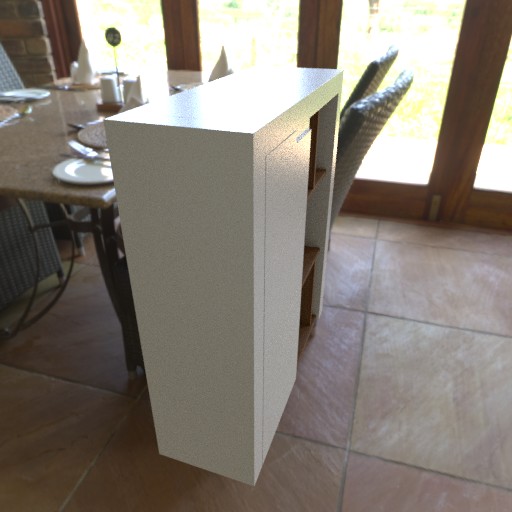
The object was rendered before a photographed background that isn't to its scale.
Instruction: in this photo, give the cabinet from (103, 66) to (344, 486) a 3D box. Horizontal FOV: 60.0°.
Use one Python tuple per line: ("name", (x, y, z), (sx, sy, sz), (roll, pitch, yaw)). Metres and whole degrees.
("cabinet", (0.000, 0.000, 1.600), (0.348, 1.150, 0.990), (10, 31, 17))
